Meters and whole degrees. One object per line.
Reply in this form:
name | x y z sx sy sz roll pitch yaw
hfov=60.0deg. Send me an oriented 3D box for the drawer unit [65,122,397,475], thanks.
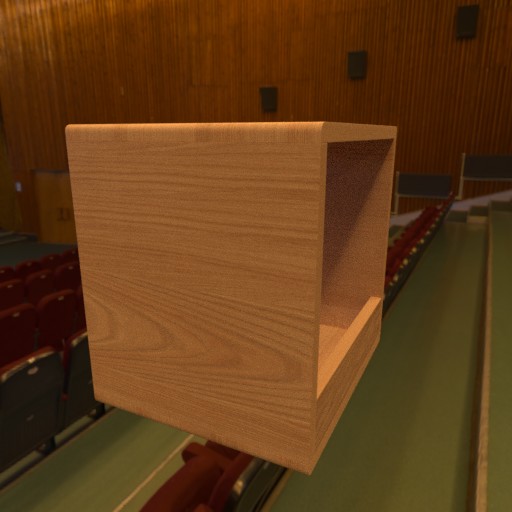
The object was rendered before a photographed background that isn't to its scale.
drawer unit | 0.000 0.000 0.610 0.290 0.344 0.344 8 17 26
